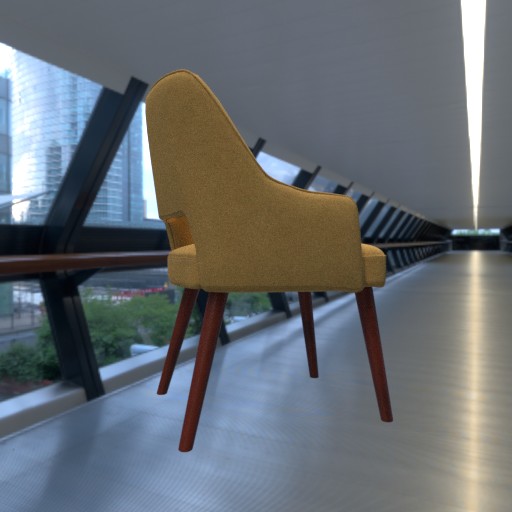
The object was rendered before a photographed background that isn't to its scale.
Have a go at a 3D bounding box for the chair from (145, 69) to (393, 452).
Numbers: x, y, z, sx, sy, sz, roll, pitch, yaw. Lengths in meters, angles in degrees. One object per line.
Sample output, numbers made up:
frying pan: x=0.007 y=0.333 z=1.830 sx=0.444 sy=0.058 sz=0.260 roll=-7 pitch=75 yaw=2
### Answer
chair: x=0.000 y=0.000 z=1.245 sx=0.605 sy=0.849 sz=0.548 roll=0 pitch=1 yaw=-19
